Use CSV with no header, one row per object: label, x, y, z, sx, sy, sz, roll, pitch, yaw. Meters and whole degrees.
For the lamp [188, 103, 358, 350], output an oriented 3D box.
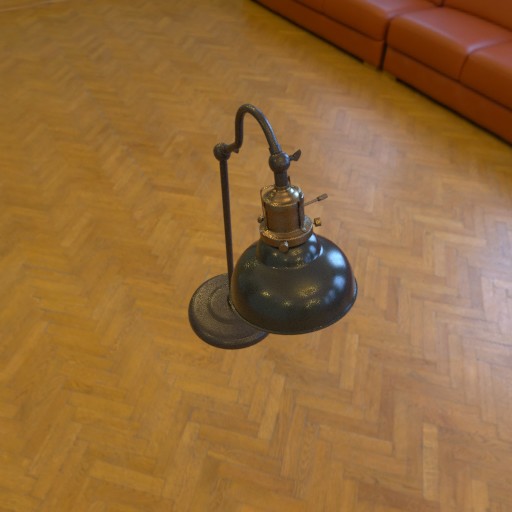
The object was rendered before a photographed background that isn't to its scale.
lamp,0.000,0.000,0.706,0.192,0.508,0.374,-25,52,-21
